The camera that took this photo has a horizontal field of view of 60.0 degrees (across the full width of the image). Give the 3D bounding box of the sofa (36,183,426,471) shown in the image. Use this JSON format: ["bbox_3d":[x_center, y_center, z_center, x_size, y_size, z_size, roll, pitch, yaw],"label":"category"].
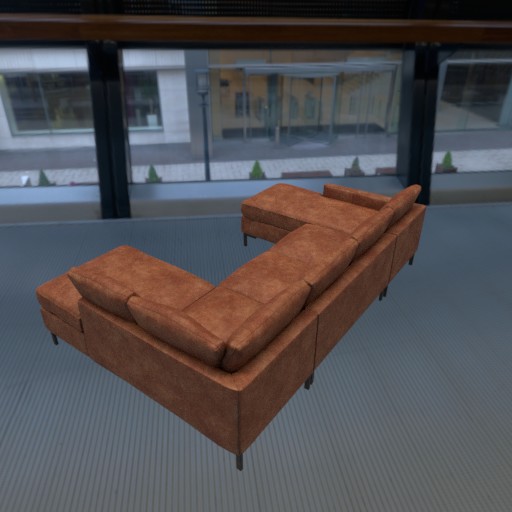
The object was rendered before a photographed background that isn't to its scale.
[{"bbox_3d":[0.000,0.000,3.838,1.939,0.900,2.956,20,36,31],"label":"sofa"}]
